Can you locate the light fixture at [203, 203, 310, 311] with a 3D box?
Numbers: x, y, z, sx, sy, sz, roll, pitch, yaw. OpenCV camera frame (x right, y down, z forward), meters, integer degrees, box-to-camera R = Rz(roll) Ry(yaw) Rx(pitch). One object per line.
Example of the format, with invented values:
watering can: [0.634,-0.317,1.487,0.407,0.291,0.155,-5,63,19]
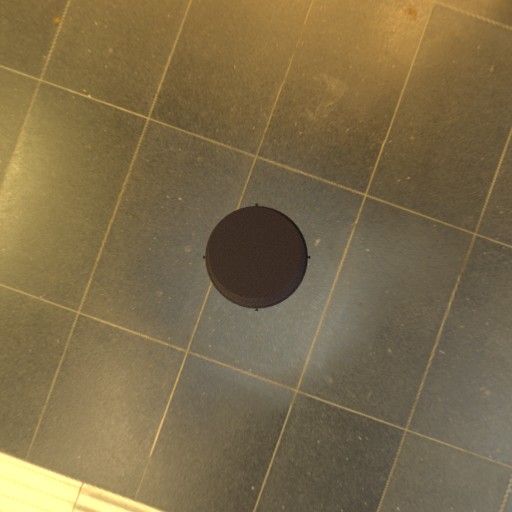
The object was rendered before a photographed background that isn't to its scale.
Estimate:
light fixture: [0.000,0.000,1.053,0.341,0.849,0.341,0,89,0]
